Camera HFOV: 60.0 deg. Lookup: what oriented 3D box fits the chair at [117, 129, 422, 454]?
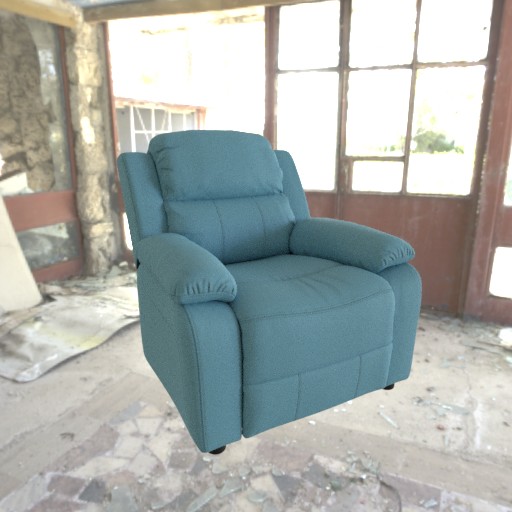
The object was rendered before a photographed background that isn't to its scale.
[{"bbox_3d":[0.000,0.000,1.267,0.680,0.702,0.709,-8,17,-28],"label":"chair"}]
